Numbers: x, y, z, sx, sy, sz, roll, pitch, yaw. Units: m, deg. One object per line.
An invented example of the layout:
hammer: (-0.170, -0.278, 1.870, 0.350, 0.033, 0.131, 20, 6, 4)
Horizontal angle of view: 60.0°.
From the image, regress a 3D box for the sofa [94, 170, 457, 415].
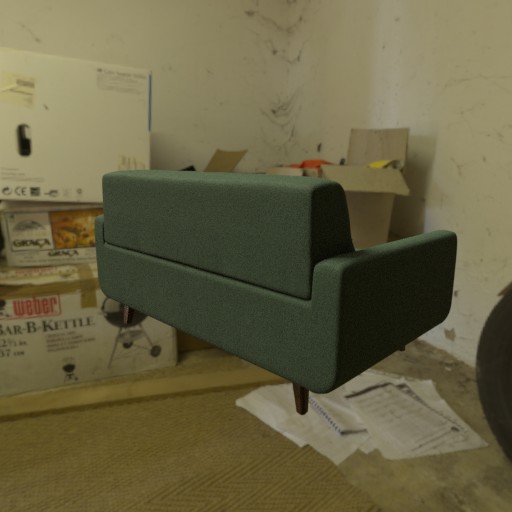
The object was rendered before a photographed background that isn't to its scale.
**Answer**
sofa: (0.000, 0.000, 2.212, 1.631, 0.841, 0.909, 12, 18, 44)
